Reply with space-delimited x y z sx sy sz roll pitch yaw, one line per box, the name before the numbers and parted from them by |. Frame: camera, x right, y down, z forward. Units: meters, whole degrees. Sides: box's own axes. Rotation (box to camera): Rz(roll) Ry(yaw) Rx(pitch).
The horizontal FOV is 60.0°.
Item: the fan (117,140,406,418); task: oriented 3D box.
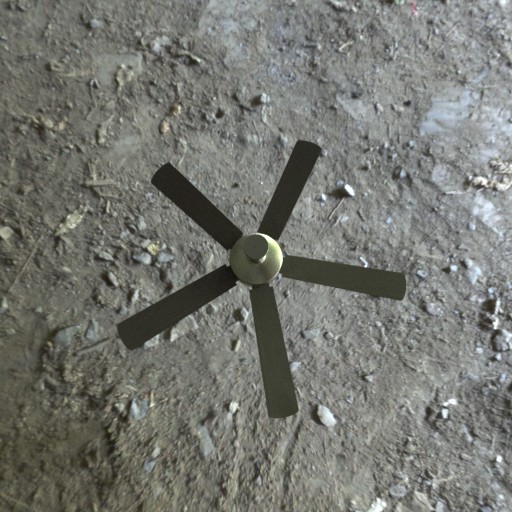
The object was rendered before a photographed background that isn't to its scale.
fan | 0.000 0.000 1.999 1.321 0.356 1.321 34 79 8
